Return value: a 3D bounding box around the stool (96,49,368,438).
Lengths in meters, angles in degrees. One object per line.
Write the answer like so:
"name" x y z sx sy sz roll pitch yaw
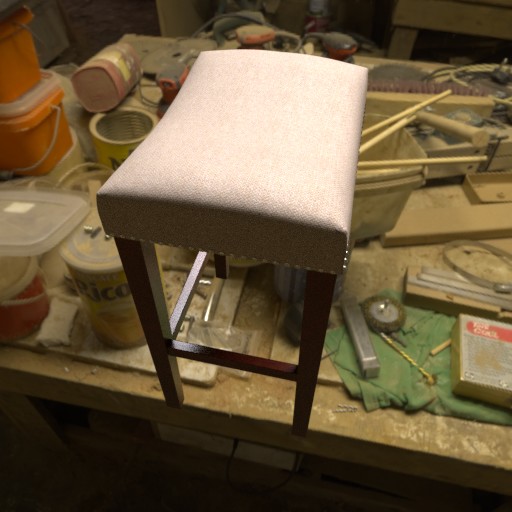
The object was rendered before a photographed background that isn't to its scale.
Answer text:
"stool" 0.000 0.000 1.012 0.372 0.742 0.504 10 48 9
